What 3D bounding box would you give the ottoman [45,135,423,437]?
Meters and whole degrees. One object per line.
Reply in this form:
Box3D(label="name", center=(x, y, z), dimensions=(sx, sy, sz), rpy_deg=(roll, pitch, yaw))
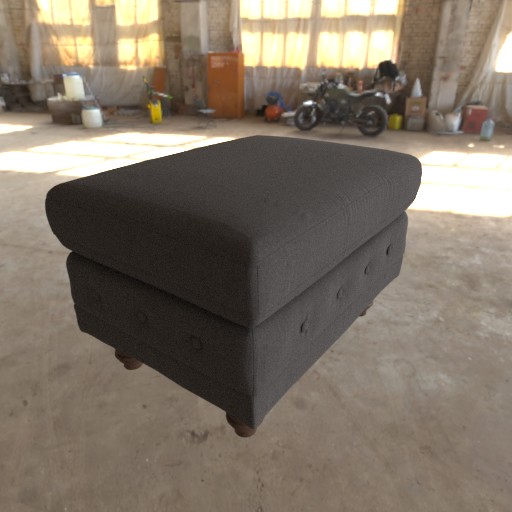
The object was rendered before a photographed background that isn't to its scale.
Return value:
Box3D(label="ottoman", center=(0.000, 0.000, 1.122), dimensions=(0.569, 0.500, 0.771), rpy_deg=(17, 30, 32))
